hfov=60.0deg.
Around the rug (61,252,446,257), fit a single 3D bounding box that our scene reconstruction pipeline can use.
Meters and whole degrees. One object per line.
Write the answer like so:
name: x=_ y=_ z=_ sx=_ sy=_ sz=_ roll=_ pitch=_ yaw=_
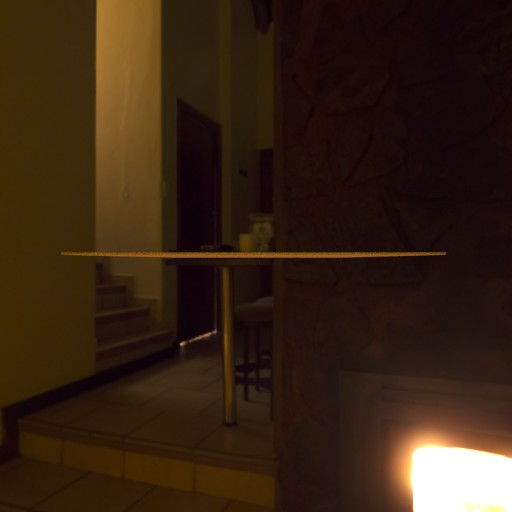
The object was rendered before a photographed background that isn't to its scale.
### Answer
rug: x=0.000 y=0.000 z=2.190 sx=1.142 sy=0.006 sz=1.752 roll=0 pitch=0 yaw=1
